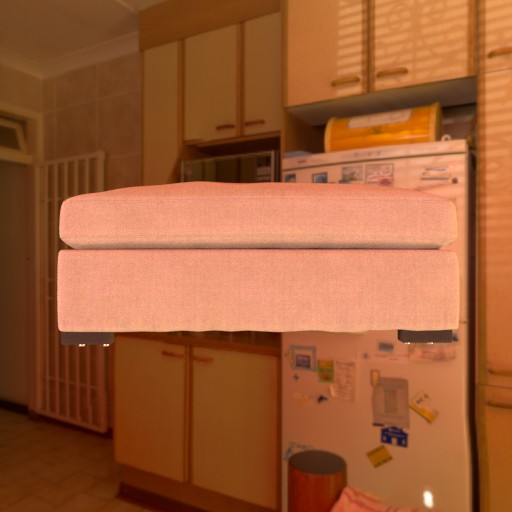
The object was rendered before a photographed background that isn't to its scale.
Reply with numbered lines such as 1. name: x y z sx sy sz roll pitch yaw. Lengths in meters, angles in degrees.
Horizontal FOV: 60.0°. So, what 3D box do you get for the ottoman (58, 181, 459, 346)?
1. ottoman: 0.000 0.000 1.838 1.203 0.517 1.171 0 0 -1
